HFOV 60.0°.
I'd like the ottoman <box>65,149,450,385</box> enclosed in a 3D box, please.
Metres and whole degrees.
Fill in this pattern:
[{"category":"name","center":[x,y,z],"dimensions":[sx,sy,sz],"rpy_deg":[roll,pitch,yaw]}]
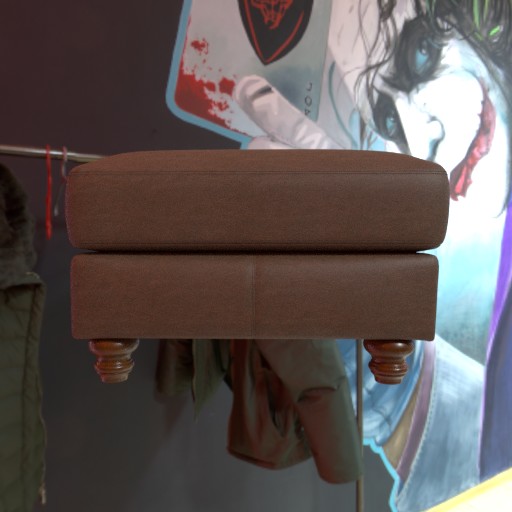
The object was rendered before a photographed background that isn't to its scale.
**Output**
[{"category":"ottoman","center":[0.000,0.000,1.167],"dimensions":[0.787,0.508,0.635],"rpy_deg":[0,2,1]}]
